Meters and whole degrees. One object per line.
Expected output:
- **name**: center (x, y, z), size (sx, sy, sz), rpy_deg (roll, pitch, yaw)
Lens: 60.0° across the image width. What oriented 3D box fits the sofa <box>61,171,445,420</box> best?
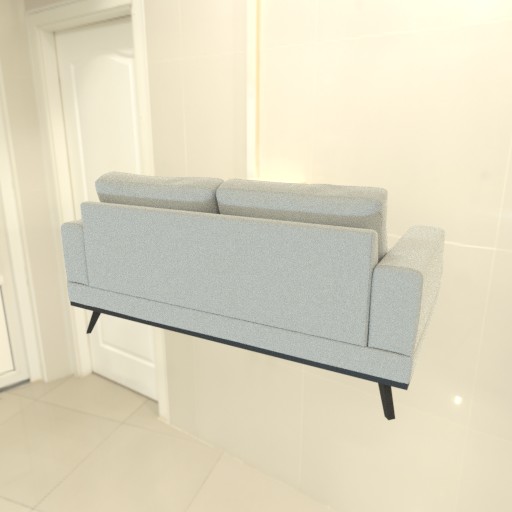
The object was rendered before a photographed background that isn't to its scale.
- **sofa**: center (0.000, 0.000, 2.175), size (1.650, 0.810, 0.920), rpy_deg (8, 18, 26)
